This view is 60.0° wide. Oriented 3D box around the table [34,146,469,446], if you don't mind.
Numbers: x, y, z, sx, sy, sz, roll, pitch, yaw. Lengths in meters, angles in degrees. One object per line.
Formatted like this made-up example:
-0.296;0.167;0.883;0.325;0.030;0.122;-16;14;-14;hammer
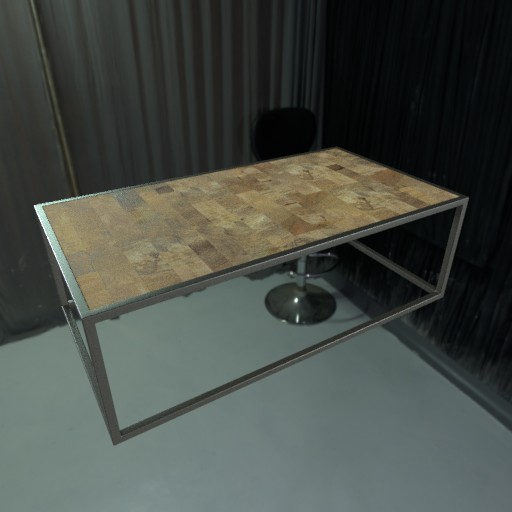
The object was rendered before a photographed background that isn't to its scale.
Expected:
0.000;0.000;1.486;1.199;0.398;0.649;-17;34;-27;table
